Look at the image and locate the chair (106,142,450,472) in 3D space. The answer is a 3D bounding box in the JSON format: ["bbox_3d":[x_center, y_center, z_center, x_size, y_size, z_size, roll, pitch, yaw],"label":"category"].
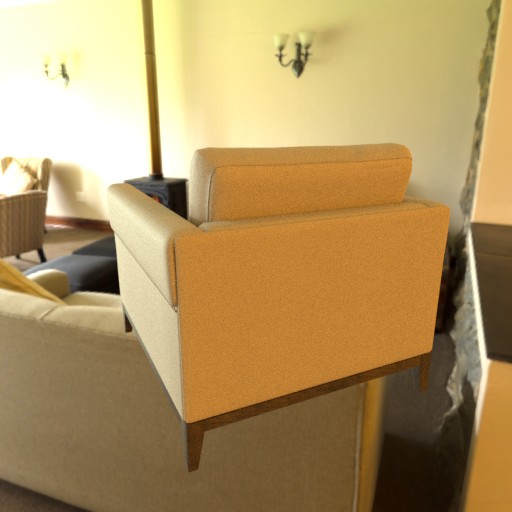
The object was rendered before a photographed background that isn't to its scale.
[{"bbox_3d":[0.000,0.000,1.661,0.914,0.838,0.959,-8,19,-25],"label":"chair"}]
